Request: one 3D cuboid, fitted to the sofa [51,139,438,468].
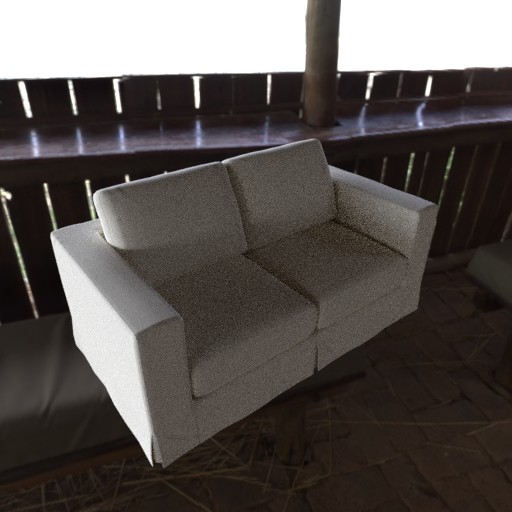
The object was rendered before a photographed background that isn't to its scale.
[{"bbox_3d":[0.000,0.000,2.396,1.813,0.932,1.009,-22,37,-32],"label":"sofa"}]
